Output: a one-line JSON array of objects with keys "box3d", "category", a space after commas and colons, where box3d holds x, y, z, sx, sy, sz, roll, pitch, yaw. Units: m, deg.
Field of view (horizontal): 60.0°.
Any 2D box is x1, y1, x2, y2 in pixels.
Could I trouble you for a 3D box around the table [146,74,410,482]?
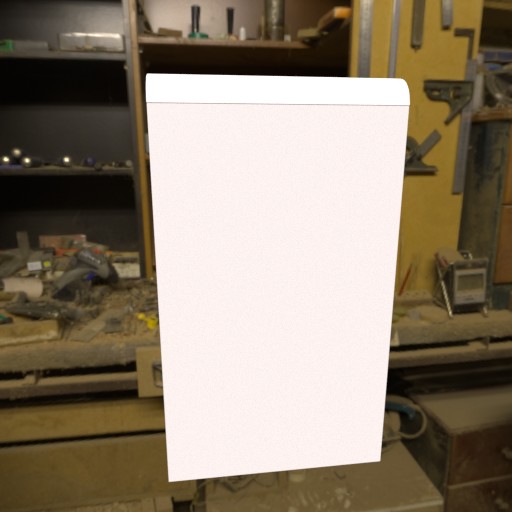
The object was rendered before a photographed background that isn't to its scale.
[{"box3d": [0.000, 0.000, 0.843, 0.350, 0.590, 0.450, -2, 14, -7], "category": "table"}]
